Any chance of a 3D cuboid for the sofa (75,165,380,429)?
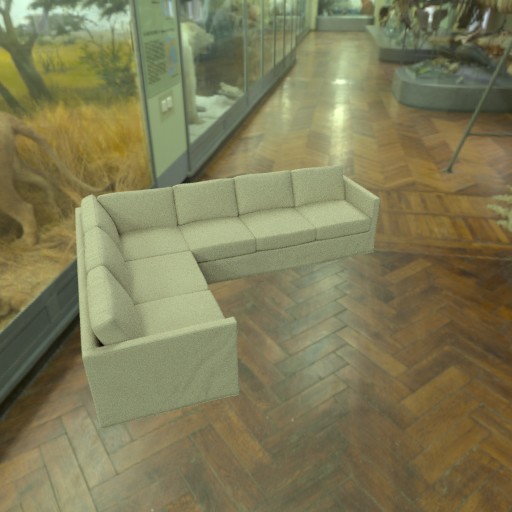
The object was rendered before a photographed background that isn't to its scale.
[{"bbox_3d":[0.000,0.000,4.290,3.182,0.871,2.432,-11,32,-18],"label":"sofa"}]
